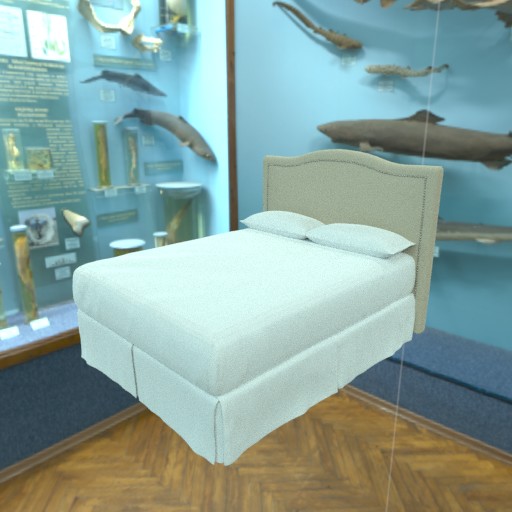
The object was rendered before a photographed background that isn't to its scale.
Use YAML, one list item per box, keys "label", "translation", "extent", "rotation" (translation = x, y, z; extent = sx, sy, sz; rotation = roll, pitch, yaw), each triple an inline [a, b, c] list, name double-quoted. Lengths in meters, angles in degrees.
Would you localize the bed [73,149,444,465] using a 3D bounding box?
- label: "bed"
  translation: [0.000, 0.000, 3.267]
  extent: [2.143, 1.460, 1.753]
  rotation: [-16, 23, -42]
